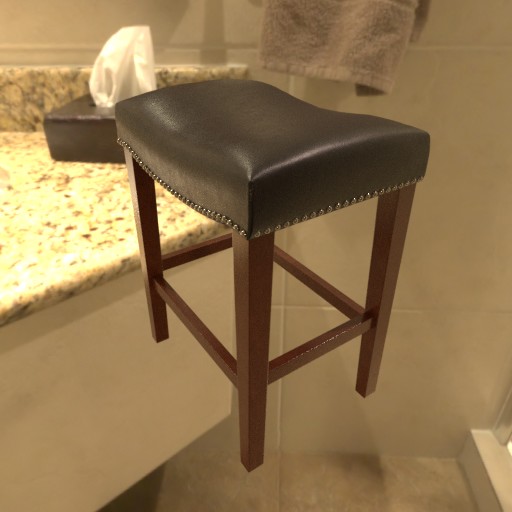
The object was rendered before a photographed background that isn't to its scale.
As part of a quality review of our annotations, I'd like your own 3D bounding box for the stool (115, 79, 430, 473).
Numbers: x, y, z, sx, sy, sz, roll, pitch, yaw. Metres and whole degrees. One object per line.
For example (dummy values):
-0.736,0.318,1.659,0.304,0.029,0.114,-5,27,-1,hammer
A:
0.000,0.000,0.965,0.372,0.654,0.504,-20,38,-29,stool
